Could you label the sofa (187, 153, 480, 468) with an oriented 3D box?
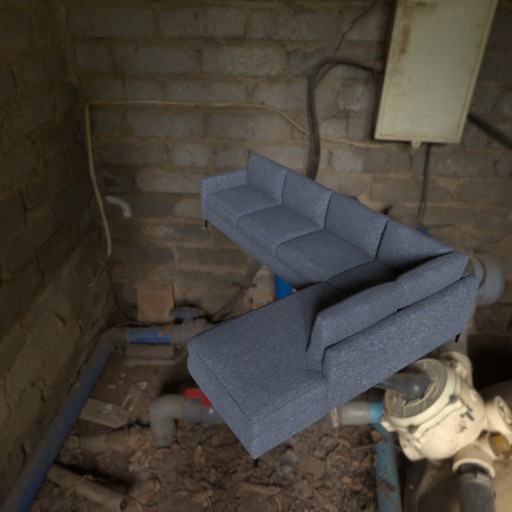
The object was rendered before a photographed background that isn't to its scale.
[{"bbox_3d":[0.000,0.000,3.859,2.007,0.815,2.949,-19,36,-28],"label":"sofa"}]
